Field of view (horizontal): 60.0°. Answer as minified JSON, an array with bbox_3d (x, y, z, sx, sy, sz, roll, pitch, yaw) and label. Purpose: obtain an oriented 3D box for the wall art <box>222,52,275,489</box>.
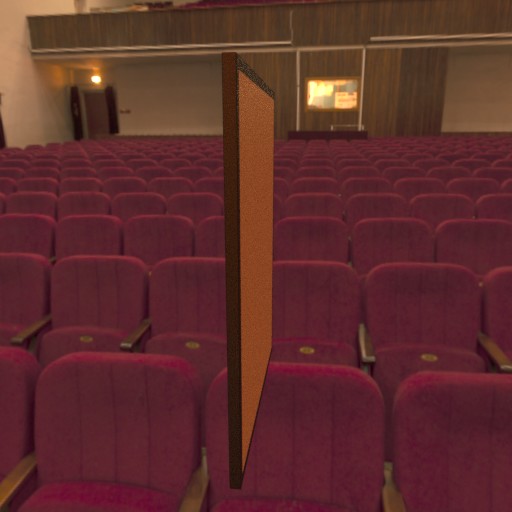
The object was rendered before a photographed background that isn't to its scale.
[{"bbox_3d":[0.000,0.000,1.370,0.030,1.027,0.774,2,15,8],"label":"wall art"}]
